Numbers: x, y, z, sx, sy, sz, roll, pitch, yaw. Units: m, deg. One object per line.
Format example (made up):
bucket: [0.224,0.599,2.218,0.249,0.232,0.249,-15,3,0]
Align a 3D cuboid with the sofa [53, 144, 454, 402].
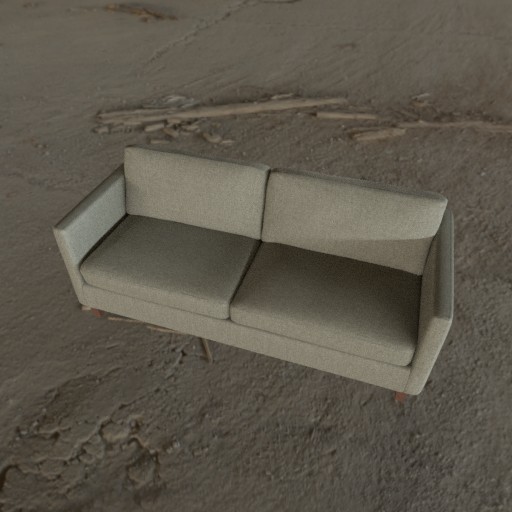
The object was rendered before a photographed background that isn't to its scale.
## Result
sofa: [0.000,0.000,2.770,2.208,0.960,0.956,12,43,14]
